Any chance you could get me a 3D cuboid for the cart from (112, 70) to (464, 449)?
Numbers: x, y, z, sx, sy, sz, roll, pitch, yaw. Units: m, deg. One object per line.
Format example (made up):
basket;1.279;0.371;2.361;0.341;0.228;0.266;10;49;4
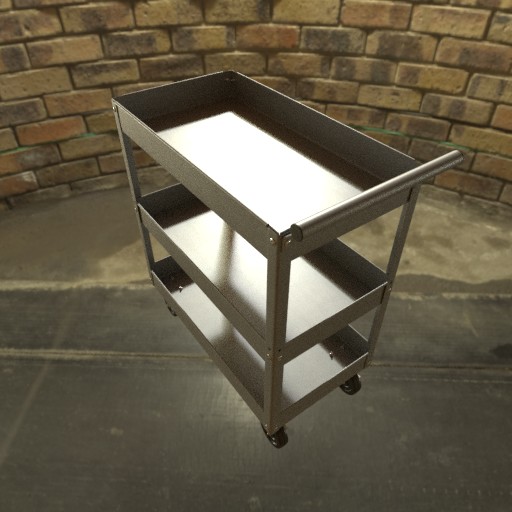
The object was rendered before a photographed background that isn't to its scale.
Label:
cart;0.000;0.000;1.151;0.366;0.780;0.719;-25;47;-26
